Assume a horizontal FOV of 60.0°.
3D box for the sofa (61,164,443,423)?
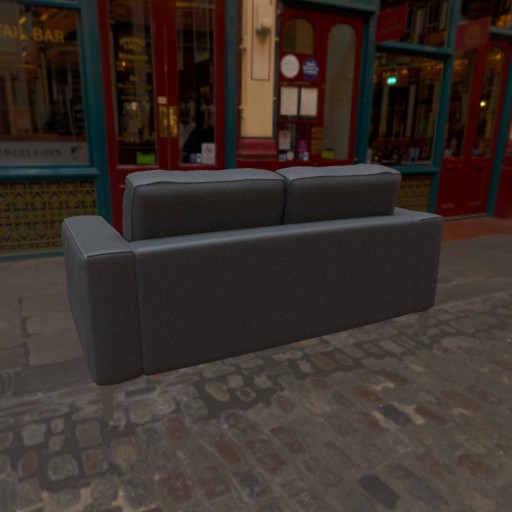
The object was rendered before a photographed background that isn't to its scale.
[{"bbox_3d":[0.000,0.000,2.212,1.726,0.893,0.833,-7,16,-26],"label":"sofa"}]
